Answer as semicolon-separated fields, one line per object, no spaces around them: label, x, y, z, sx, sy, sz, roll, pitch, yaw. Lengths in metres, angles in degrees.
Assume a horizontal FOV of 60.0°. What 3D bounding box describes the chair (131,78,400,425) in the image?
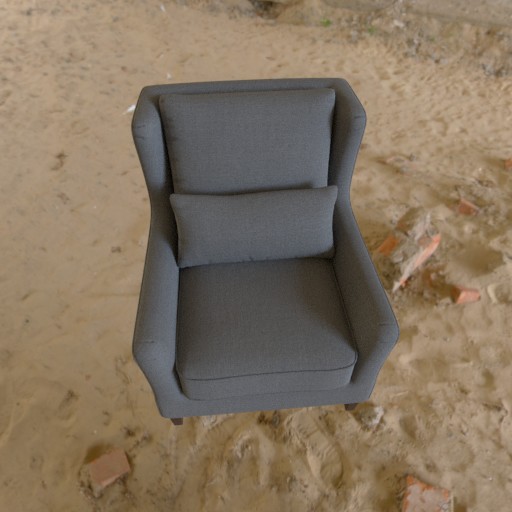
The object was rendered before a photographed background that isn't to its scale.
chair;0.000;0.000;1.798;0.866;1.056;1.040;-4;47;-3
